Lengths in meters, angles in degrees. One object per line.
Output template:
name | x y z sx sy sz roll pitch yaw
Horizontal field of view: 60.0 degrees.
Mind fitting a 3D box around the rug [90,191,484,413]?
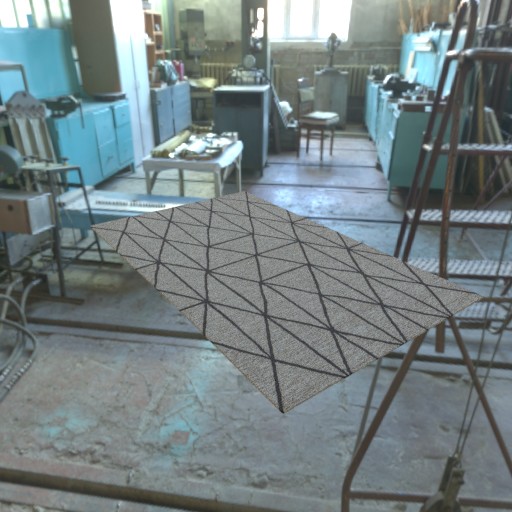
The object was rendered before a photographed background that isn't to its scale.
rug | 0.000 0.000 3.093 1.526 0.008 2.465 -18 31 -32
